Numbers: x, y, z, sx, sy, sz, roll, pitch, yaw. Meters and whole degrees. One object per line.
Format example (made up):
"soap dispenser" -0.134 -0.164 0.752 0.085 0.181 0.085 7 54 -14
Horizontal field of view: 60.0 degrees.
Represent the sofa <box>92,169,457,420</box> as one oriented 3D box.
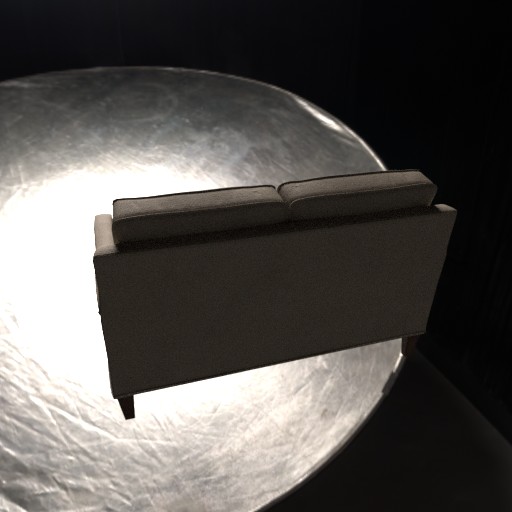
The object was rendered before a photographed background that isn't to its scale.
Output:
"sofa" 0.000 0.000 2.312 1.597 1.003 1.084 -8 27 -16
